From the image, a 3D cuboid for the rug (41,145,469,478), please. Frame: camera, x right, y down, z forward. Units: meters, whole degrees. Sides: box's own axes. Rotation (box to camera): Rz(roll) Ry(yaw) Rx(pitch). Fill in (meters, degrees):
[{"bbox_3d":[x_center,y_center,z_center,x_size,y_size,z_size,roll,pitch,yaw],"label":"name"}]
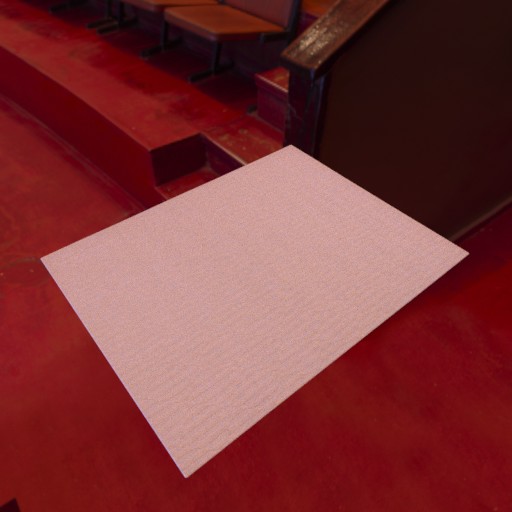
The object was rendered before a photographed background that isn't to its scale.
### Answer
[{"bbox_3d":[0.000,0.000,4.017,3.055,0.021,2.410,-30,52,-27],"label":"rug"}]
